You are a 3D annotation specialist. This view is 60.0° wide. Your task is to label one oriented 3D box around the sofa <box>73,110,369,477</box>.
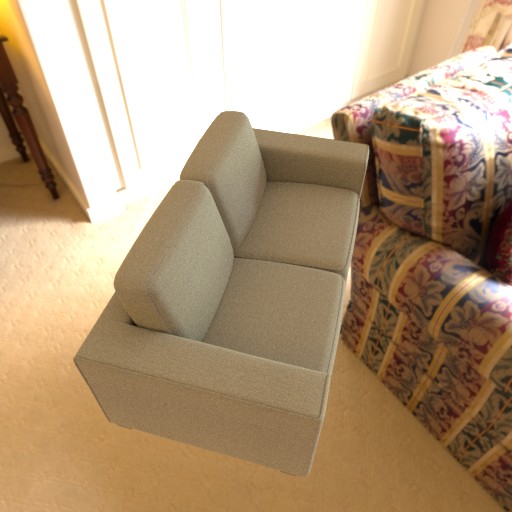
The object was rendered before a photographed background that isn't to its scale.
[{"bbox_3d":[0.000,0.000,2.388,1.007,0.924,1.812,11,48,10],"label":"sofa"}]
